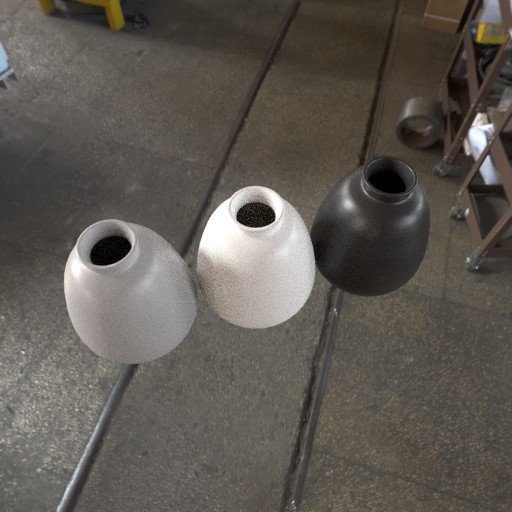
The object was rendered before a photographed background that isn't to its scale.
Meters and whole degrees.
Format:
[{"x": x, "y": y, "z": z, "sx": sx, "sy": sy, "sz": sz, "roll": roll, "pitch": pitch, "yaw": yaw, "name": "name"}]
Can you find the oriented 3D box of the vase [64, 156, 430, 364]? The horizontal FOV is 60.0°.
[{"x": 0.000, "y": 0.000, "z": 0.351, "sx": 0.297, "sy": 0.122, "sz": 0.097, "roll": -14, "pitch": 58, "yaw": -9, "name": "vase"}]
